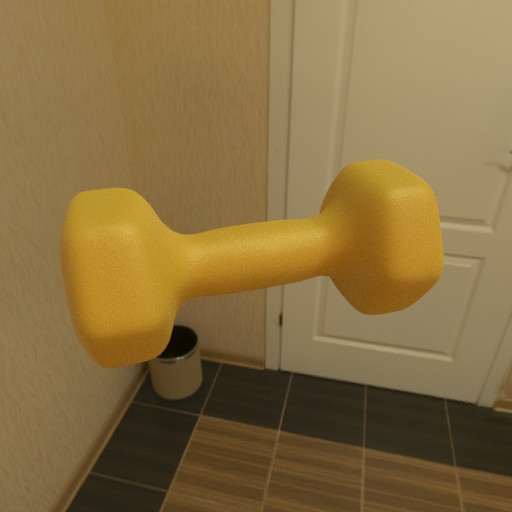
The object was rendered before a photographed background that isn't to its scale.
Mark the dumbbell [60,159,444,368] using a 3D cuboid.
[{"bbox_3d":[0.000,0.000,0.239,0.190,0.082,0.090,-8,32,-13],"label":"dumbbell"}]
